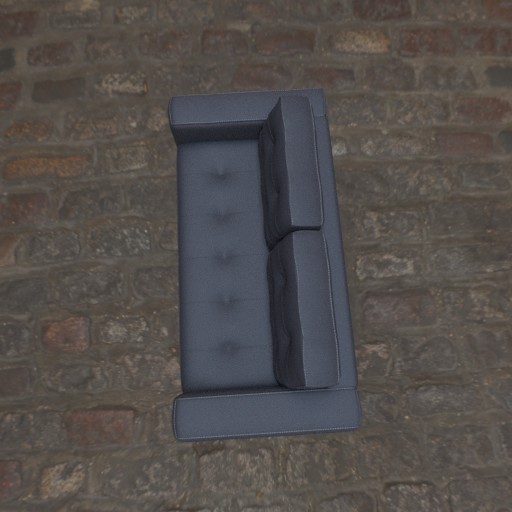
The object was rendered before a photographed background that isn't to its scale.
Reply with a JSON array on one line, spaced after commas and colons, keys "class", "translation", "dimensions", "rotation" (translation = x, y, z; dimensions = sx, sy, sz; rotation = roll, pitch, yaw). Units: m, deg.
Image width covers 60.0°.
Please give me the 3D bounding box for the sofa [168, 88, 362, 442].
[{"class": "sofa", "translation": [0.000, 0.000, 2.292], "dimensions": [0.833, 0.893, 1.726], "rotation": [-3, 75, -1]}]
